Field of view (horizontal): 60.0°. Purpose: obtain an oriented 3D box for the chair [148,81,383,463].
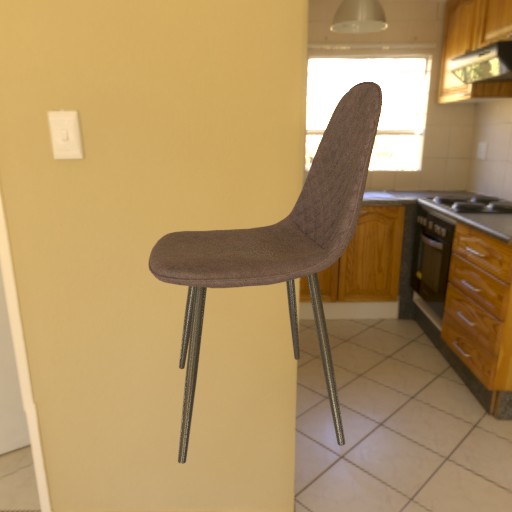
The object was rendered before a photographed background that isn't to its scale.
[{"bbox_3d":[0.000,0.000,1.199,0.561,0.889,0.472,-2,16,-9],"label":"chair"}]
